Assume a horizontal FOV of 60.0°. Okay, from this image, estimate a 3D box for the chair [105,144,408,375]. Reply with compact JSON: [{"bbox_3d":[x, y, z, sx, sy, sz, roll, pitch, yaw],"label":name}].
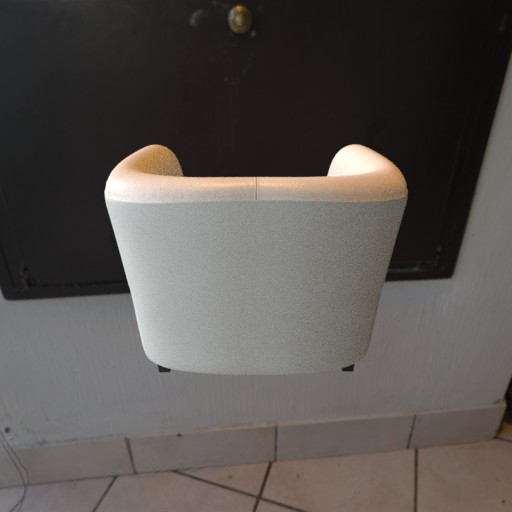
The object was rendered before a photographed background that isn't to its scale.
[{"bbox_3d":[0.000,0.000,1.397,0.792,0.756,0.727,0,30,0],"label":"chair"}]
